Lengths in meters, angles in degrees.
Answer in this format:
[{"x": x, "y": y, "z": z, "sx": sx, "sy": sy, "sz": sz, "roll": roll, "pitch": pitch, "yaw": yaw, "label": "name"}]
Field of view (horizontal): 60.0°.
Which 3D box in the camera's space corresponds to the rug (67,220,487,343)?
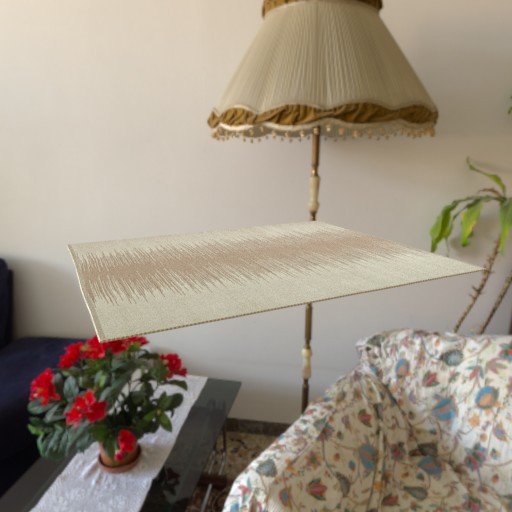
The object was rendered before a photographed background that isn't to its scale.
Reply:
[{"x": 0.000, "y": 0.000, "z": 4.041, "sx": 3.048, "sy": 0.013, "sz": 2.438, "roll": -7, "pitch": 17, "yaw": -25, "label": "rug"}]
